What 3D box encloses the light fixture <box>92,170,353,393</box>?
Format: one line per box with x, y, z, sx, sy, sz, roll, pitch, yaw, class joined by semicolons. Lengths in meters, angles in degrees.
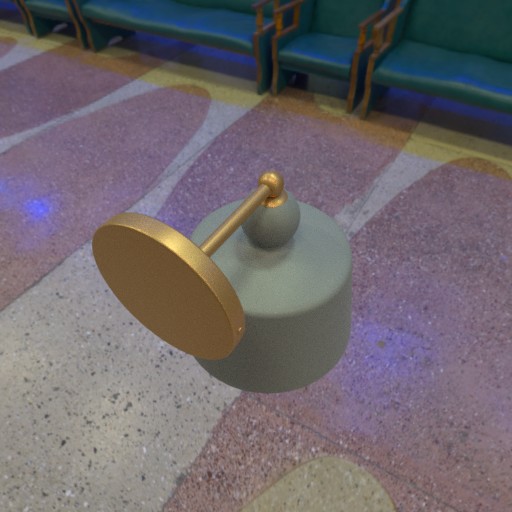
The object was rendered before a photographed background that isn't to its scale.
0.000;0.000;0.435;0.204;0.268;0.254;24;51;21;light fixture
